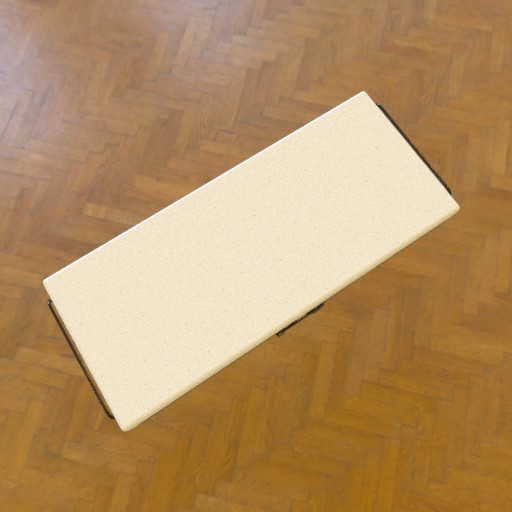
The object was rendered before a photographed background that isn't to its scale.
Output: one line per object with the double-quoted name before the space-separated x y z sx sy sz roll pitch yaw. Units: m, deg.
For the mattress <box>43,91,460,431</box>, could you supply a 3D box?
"mattress" 0.000 0.000 2.588 2.153 0.519 0.922 -32 77 -8
